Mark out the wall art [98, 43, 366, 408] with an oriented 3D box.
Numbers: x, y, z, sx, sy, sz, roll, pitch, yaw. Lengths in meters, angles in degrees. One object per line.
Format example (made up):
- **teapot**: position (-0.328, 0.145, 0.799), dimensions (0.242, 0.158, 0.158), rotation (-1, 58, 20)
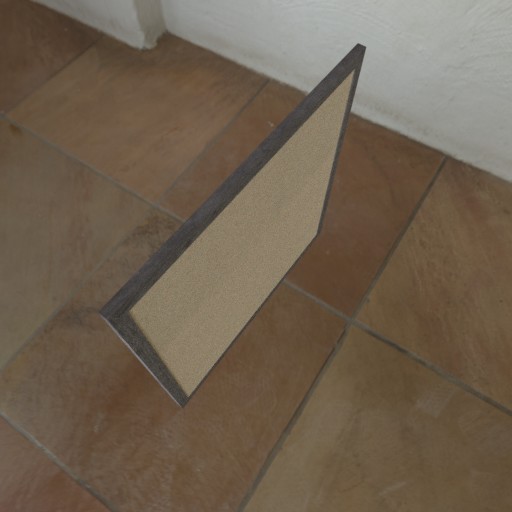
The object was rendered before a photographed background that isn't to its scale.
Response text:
- **wall art**: position (0.000, 0.000, 0.681), dimensions (0.013, 0.457, 0.457), rotation (33, 67, 16)
